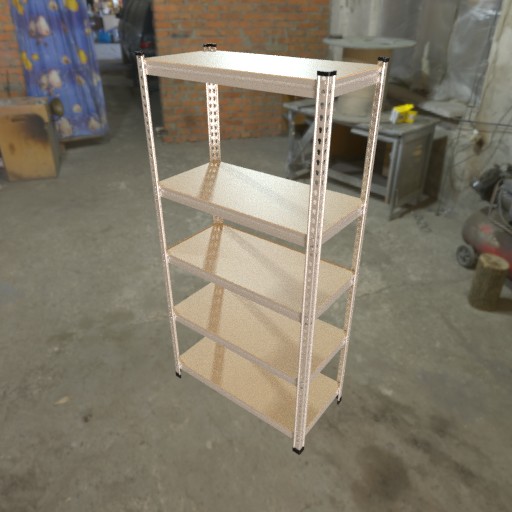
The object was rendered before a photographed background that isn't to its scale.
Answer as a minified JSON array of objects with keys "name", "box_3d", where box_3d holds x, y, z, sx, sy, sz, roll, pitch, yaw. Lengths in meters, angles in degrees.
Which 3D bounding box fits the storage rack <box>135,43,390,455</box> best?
[{"name":"storage rack","box_3d":[0.000,0.000,2.197,0.914,1.829,0.457,21,37,32]}]
